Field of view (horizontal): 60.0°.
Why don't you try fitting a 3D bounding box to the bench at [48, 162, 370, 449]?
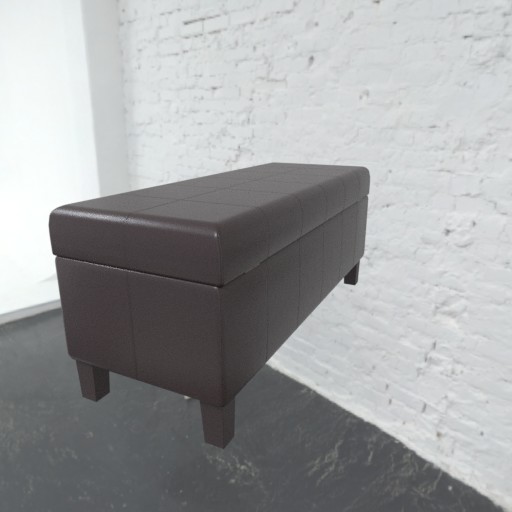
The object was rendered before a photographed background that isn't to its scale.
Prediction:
[{"bbox_3d":[0.000,0.000,1.342,0.429,0.457,1.092,8,19,25],"label":"bench"}]
